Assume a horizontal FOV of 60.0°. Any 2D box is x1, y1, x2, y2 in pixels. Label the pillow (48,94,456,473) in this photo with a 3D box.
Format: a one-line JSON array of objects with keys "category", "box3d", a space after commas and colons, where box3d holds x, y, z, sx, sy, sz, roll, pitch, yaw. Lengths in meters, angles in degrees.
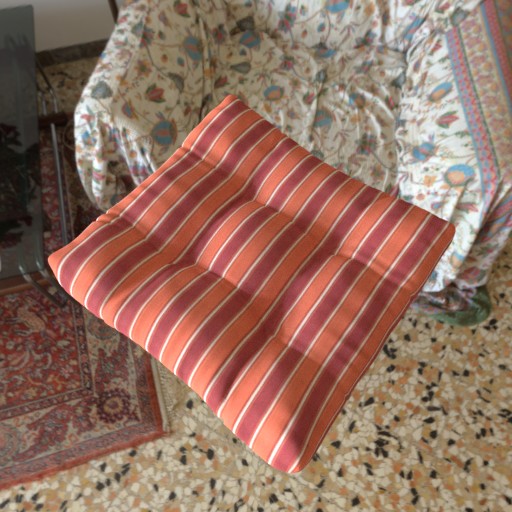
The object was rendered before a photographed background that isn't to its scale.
[{"category": "pillow", "box3d": [0.000, 0.000, 0.729, 0.490, 0.133, 0.468, 35, 69, 16]}]
